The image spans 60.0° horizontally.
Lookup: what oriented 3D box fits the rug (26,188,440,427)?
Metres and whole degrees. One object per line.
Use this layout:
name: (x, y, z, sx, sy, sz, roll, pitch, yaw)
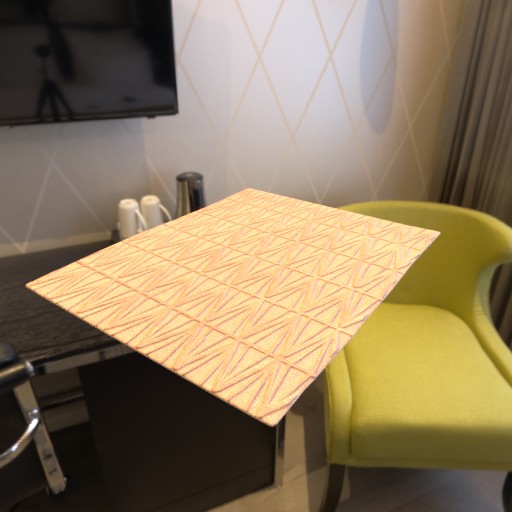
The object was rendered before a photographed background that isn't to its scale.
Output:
rug: (0.000, 0.000, 4.056, 2.453, 0.043, 3.052, 18, 32, 32)
